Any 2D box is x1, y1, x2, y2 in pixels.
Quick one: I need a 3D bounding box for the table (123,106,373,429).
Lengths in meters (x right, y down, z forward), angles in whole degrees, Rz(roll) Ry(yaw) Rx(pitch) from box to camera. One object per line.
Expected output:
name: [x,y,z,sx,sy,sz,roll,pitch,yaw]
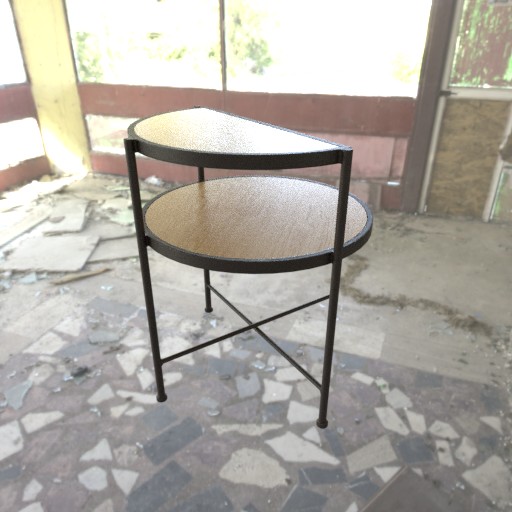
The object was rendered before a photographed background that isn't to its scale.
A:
table: [0.000,0.000,1.171,0.628,0.684,0.629,-17,31,-29]
